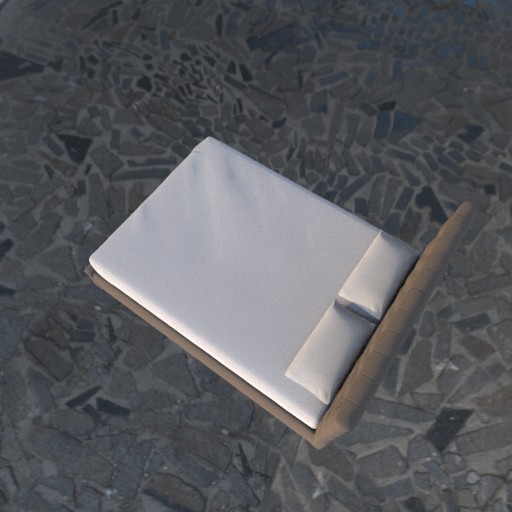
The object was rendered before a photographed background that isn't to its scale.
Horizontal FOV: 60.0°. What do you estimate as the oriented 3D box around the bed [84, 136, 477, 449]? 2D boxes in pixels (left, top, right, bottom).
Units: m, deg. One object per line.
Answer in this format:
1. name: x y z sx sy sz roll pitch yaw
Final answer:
1. bed: 0.000 0.000 3.483 2.387 1.427 1.698 32 68 15
